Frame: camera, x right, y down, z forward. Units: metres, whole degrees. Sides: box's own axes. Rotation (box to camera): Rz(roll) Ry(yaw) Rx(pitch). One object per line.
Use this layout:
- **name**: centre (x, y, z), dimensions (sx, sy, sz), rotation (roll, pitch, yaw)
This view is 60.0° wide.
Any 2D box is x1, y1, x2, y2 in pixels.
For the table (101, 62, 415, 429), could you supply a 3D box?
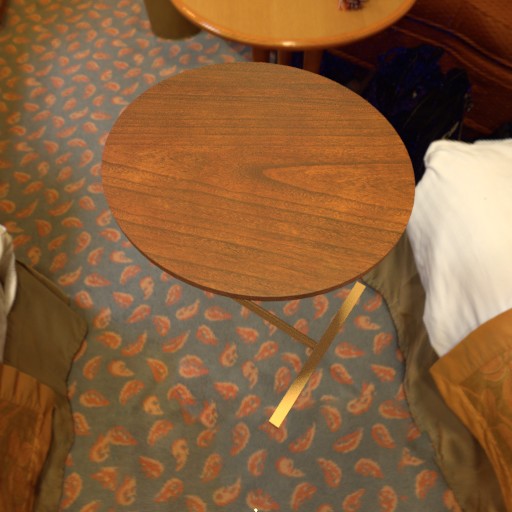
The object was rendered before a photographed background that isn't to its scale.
- **table**: centre (0.000, 0.000, 1.112), dimensions (0.577, 0.706, 0.530), rotation (31, 65, 16)
